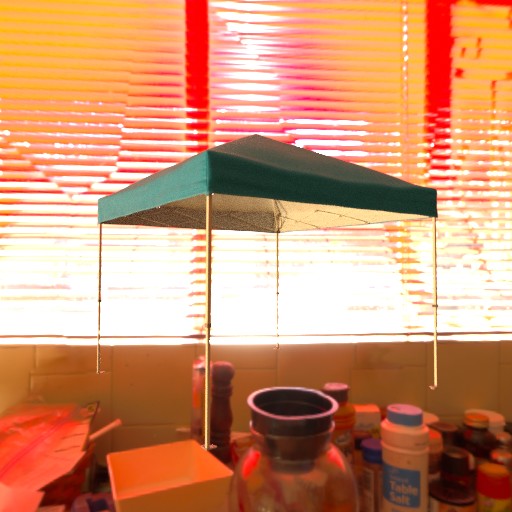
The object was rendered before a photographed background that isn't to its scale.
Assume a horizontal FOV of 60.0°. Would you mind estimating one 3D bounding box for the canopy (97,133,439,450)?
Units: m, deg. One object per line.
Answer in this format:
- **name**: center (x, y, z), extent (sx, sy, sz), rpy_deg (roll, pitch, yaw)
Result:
- **canopy**: center (0.000, 0.000, 5.396), extent (2.996, 2.997, 2.998), rpy_deg (1, -2, -35)
